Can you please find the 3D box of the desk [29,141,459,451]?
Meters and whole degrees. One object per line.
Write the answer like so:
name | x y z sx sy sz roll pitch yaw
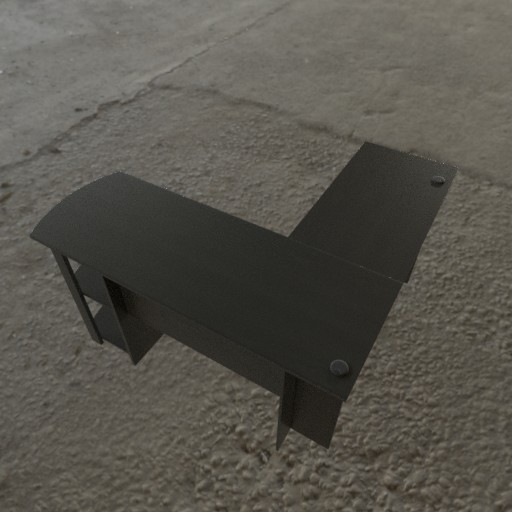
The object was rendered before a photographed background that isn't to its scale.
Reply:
desk | 0.000 0.000 2.110 1.361 0.716 1.303 23 50 21
